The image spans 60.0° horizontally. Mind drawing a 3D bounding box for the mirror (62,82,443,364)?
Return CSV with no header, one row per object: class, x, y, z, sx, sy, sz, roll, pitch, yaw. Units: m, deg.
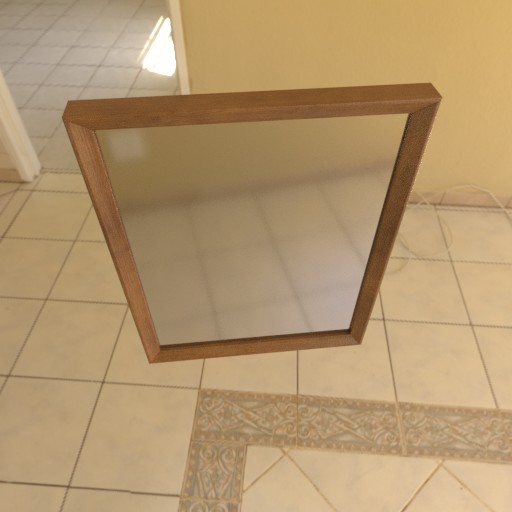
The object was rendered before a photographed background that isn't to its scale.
mirror,0.000,0.000,0.670,0.406,0.509,0.041,-4,48,-4
